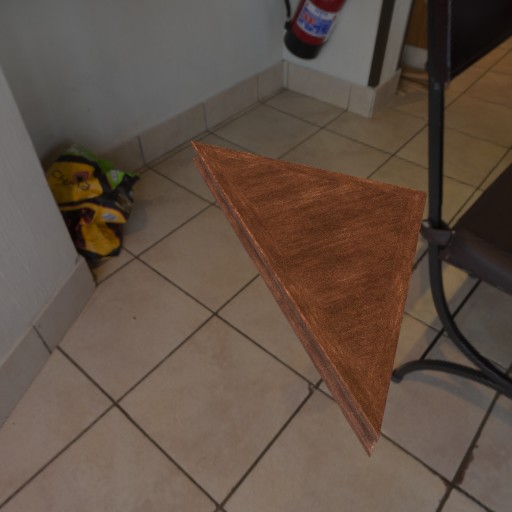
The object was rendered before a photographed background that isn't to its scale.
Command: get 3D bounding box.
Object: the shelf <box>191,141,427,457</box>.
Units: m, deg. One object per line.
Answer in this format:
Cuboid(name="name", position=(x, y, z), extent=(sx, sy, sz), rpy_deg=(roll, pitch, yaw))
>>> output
Cuboid(name="shelf", position=(0.000, 0.000, 0.449), extent=(0.296, 0.035, 0.296), rpy_deg=(16, 47, 15))
